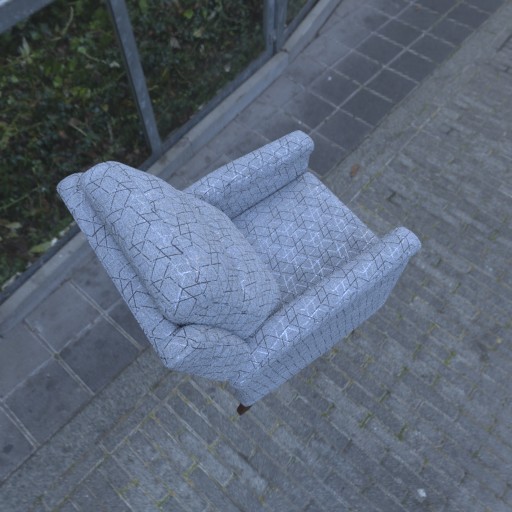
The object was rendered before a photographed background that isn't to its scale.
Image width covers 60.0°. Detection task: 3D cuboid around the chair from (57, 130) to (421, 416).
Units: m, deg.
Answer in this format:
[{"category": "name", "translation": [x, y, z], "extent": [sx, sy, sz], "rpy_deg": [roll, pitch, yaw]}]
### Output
[{"category": "chair", "translation": [0.000, 0.000, 1.679], "extent": [0.987, 1.048, 0.753], "rpy_deg": [-31, 64, -17]}]
